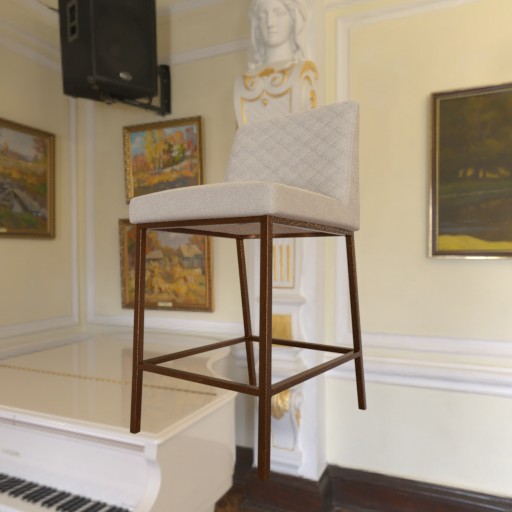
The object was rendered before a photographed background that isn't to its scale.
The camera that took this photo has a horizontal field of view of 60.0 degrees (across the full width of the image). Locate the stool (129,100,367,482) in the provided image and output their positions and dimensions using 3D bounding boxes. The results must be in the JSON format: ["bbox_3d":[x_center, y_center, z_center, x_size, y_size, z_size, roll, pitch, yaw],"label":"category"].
[{"bbox_3d":[0.000,0.000,1.315,0.507,0.973,0.576,0,0,36],"label":"stool"}]
